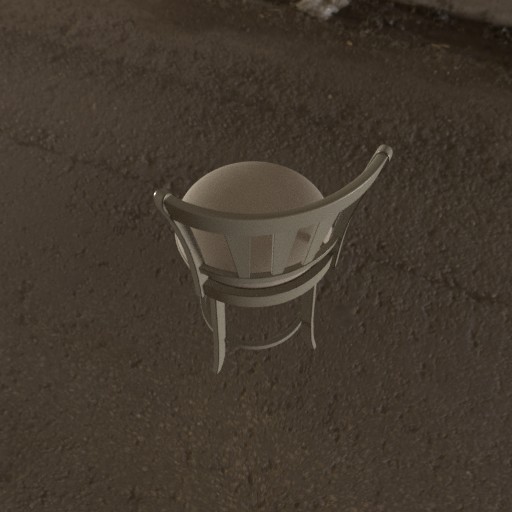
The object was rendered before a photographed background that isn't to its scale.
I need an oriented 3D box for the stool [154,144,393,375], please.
[{"bbox_3d":[0.000,0.000,1.286,0.436,1.042,0.475,-12,59,-8],"label":"stool"}]
